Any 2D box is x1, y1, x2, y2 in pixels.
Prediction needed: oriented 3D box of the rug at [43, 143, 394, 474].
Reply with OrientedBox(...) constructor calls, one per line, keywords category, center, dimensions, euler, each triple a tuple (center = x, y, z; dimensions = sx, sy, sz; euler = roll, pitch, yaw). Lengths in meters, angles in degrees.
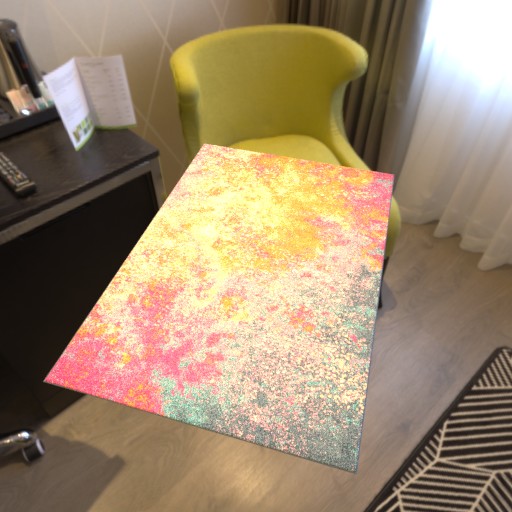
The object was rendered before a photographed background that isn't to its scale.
OrientedBox(category="rug", center=(0.000, 0.000, 3.606), dimensions=(2.007, 0.013, 2.896), euler=(12, 48, 11))
